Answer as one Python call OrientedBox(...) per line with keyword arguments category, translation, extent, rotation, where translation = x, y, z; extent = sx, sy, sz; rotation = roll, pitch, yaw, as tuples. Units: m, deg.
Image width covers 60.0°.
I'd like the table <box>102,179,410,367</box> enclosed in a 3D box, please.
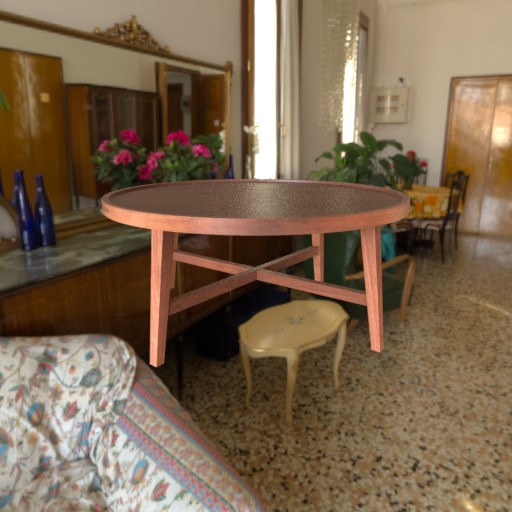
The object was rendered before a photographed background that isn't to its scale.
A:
OrientedBox(category="table", translation=(0.000, 0.000, 1.259), extent=(0.800, 0.360, 0.800), rotation=(0, 15, 0))
